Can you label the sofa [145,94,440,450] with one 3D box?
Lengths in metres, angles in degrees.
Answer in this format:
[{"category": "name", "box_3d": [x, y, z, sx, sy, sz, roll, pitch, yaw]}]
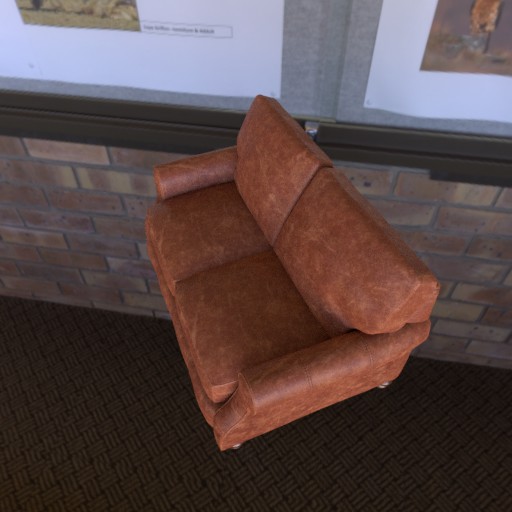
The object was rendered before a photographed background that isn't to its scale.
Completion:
[{"category": "sofa", "box_3d": [0.000, 0.000, 2.272, 0.990, 0.967, 1.616, -16, 49, -15]}]
